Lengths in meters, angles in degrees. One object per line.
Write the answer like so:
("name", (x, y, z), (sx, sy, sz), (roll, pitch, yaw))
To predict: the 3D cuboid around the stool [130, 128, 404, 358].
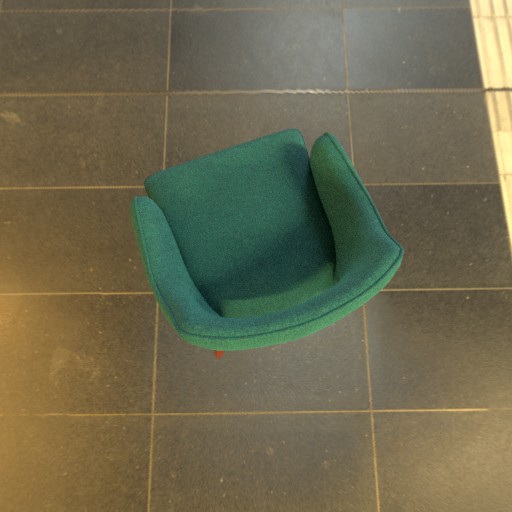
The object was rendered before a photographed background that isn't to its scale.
("stool", (0.000, 0.000, 1.288), (0.548, 0.961, 0.556), (-20, 76, -5))
